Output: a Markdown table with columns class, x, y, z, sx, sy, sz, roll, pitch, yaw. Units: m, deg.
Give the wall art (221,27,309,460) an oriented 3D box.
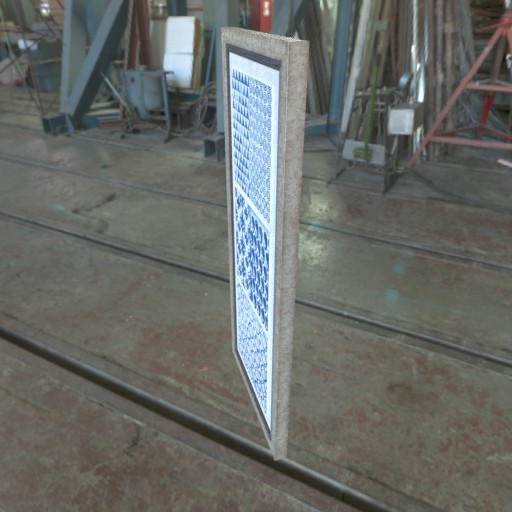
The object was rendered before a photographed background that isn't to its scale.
| class | x | y | z | sx | sy | sz | roll | pitch | yaw |
| --- | --- | --- | --- | --- | --- | --- | --- | --- | --- |
| wall art | 0.000 | 0.000 | 1.621 | 0.051 | 1.461 | 0.648 | -9 | 31 | -15 |
